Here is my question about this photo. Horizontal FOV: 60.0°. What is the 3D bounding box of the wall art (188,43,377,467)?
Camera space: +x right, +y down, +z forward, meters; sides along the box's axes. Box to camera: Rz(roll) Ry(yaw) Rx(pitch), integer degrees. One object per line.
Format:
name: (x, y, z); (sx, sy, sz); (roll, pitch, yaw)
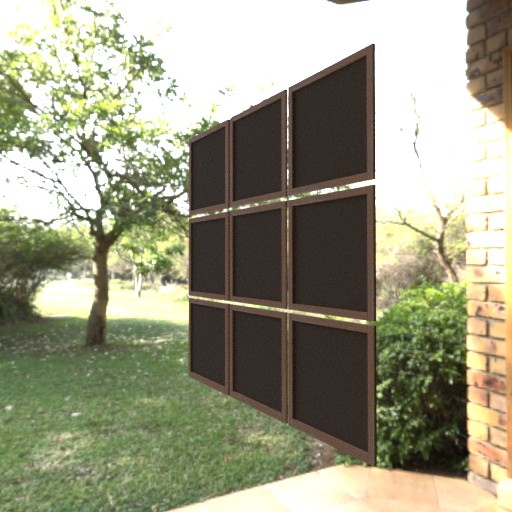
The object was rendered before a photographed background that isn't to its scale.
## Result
wall art: (0.000, 0.000, 2.223); (0.013, 1.525, 1.520); (1, -1, -34)
